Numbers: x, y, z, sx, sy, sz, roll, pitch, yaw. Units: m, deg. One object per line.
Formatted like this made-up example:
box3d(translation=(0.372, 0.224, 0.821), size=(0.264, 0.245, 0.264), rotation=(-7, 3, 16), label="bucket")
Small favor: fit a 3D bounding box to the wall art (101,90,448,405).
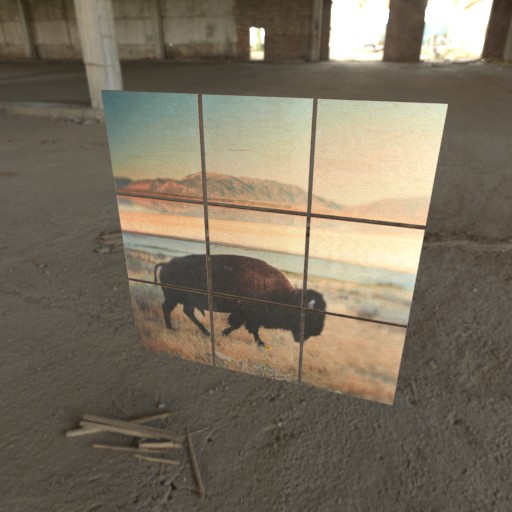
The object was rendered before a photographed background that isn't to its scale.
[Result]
box3d(translation=(0.000, 0.000, 1.781), size=(1.221, 1.218, 0.019), rotation=(8, 28, 16), label="wall art")
